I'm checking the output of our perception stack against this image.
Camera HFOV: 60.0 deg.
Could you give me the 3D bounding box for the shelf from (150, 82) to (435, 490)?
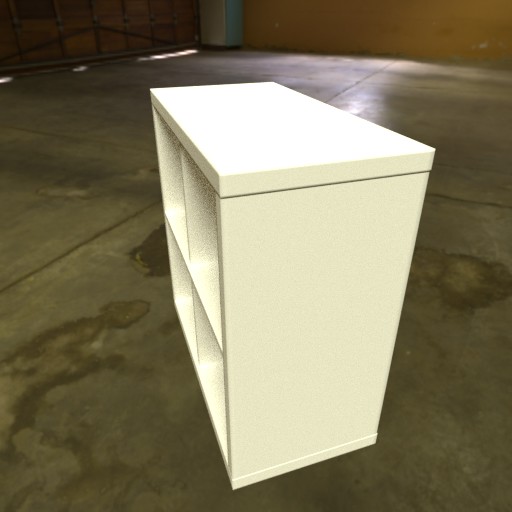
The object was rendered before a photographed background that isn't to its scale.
[{"bbox_3d":[0.000,0.000,1.239,0.390,0.786,0.790,-10,31,-17],"label":"shelf"}]
